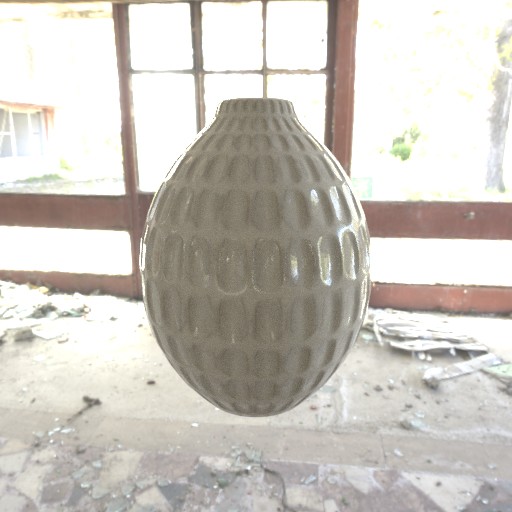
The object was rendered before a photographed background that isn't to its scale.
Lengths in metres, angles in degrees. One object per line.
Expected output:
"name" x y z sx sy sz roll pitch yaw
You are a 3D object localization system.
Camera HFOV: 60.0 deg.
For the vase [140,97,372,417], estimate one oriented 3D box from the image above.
"vase" 0.000 0.000 0.251 0.128 0.167 0.128 0 15 0
